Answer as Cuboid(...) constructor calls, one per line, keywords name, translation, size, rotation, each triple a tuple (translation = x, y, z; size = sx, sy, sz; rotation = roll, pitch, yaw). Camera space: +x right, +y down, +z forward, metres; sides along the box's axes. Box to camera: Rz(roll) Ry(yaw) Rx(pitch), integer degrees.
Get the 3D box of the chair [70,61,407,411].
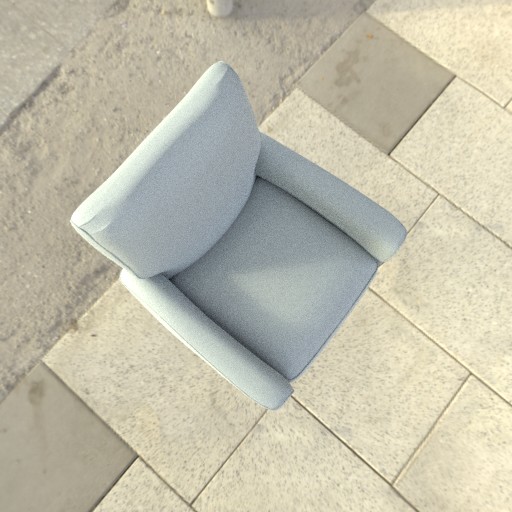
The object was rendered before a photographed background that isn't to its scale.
Cuboid(name="chair", translation=(0.000, 0.000, 1.702), size=(0.846, 1.007, 0.853), rotation=(38, 79, 9))
